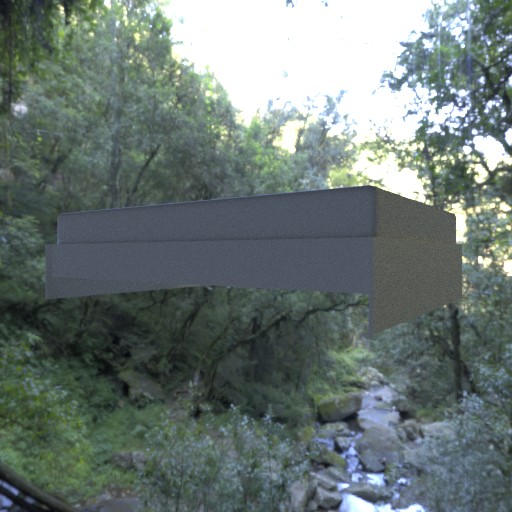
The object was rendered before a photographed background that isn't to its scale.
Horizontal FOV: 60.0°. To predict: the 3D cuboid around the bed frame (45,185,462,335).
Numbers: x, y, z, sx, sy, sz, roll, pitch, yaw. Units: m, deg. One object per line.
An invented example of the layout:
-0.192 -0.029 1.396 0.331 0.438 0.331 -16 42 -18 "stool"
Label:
0.000 0.000 2.576 1.945 0.497 1.445 0 0 35 "bed frame"
